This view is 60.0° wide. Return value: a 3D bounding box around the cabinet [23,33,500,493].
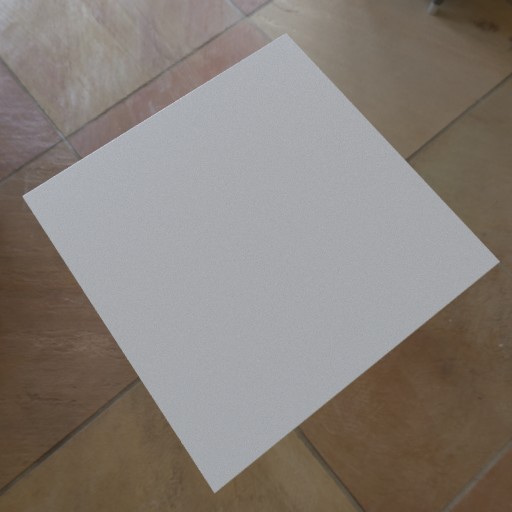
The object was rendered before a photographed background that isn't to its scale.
[{"bbox_3d":[0.000,0.000,1.258,0.800,0.460,0.800,-36,77,-10],"label":"cabinet"}]
